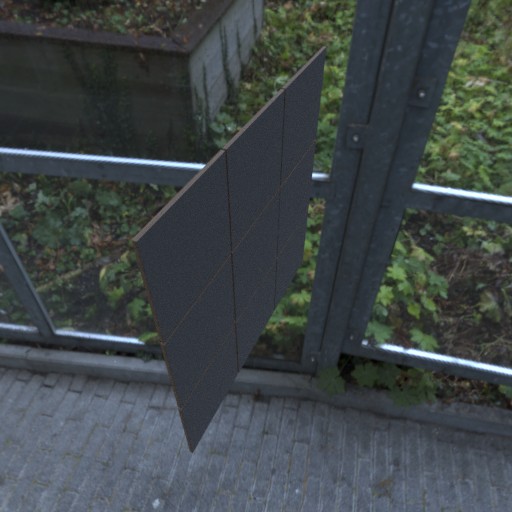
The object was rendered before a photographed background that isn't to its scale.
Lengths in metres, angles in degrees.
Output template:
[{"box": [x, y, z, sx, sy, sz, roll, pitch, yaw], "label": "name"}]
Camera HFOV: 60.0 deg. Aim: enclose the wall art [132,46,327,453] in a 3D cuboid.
[{"box": [0.000, 0.000, 1.781, 0.013, 1.216, 1.216, 19, 49, 18], "label": "wall art"}]
